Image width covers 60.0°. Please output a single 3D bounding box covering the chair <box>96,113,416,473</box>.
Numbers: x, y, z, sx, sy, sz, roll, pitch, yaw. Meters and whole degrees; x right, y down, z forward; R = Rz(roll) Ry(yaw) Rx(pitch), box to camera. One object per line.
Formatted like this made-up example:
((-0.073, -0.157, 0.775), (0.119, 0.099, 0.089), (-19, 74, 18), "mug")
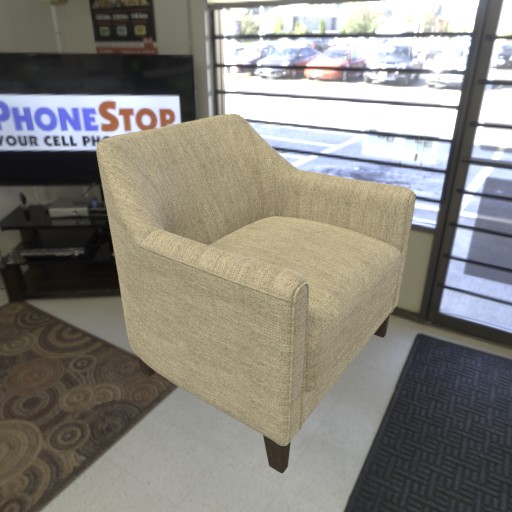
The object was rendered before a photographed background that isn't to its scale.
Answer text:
((0.000, 0.000, 1.423), (0.758, 0.761, 0.796), (17, 31, 31), "chair")
